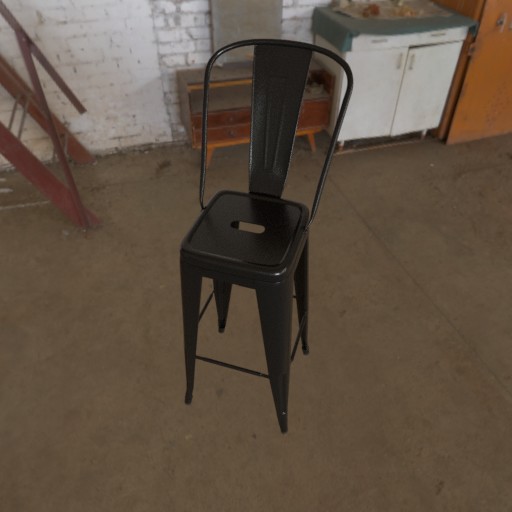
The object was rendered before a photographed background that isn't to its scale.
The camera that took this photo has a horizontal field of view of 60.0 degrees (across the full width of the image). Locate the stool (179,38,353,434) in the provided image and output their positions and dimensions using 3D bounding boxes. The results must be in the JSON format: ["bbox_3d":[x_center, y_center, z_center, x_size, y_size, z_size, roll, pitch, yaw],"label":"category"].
[{"bbox_3d":[0.000,0.000,1.351,0.399,1.096,0.513,12,44,13],"label":"stool"}]
